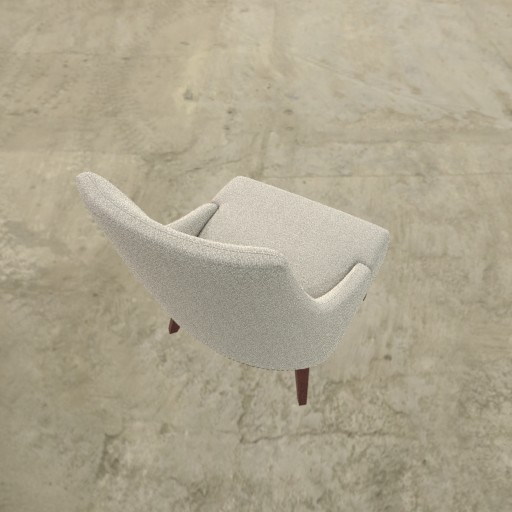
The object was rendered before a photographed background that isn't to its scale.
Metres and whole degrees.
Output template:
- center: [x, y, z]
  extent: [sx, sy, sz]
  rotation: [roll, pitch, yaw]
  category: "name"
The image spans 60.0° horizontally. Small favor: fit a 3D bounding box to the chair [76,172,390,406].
- center: [0.000, 0.000, 1.461]
  extent: [0.701, 0.909, 0.861]
  rotation: [24, 51, 20]
  category: "chair"
